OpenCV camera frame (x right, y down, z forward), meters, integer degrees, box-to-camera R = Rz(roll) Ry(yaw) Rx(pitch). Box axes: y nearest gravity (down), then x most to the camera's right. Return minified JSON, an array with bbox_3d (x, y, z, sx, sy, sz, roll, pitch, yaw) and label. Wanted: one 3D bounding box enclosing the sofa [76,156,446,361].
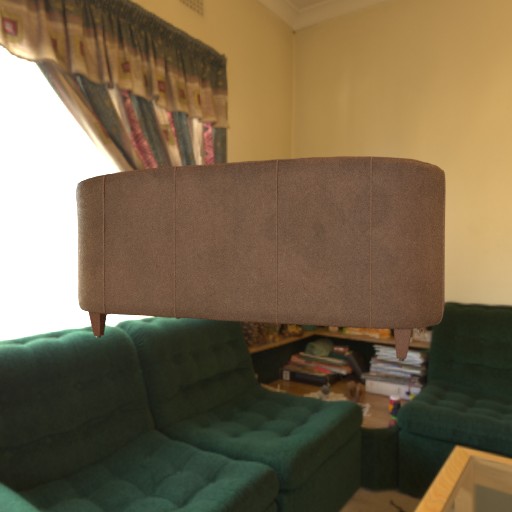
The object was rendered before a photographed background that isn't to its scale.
[{"bbox_3d":[0.000,0.000,2.267,1.767,0.799,0.917,0,1,19],"label":"sofa"}]
